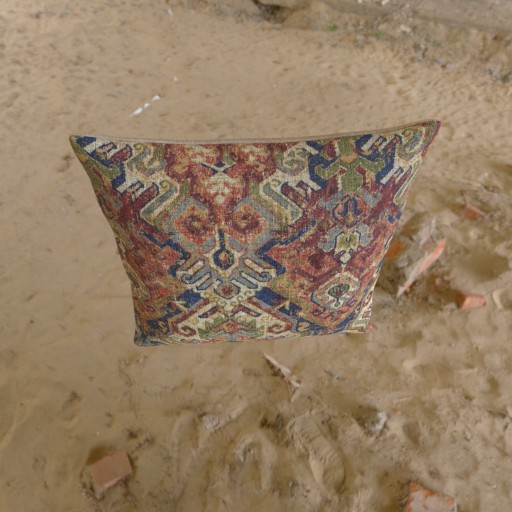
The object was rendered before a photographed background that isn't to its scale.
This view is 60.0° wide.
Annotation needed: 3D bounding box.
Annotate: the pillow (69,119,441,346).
[{"bbox_3d":[0.000,0.000,0.789,0.523,0.506,0.166,-3,47,-3],"label":"pillow"}]
